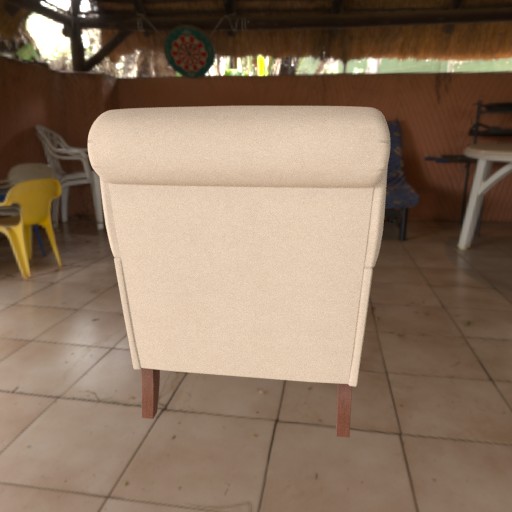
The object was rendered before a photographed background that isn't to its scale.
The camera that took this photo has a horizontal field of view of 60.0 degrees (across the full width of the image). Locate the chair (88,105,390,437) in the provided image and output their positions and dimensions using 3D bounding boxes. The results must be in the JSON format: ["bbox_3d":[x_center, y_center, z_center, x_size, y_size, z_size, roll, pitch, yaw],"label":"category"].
[{"bbox_3d":[0.000,0.000,1.528,0.766,0.942,0.842,2,15,8],"label":"chair"}]
